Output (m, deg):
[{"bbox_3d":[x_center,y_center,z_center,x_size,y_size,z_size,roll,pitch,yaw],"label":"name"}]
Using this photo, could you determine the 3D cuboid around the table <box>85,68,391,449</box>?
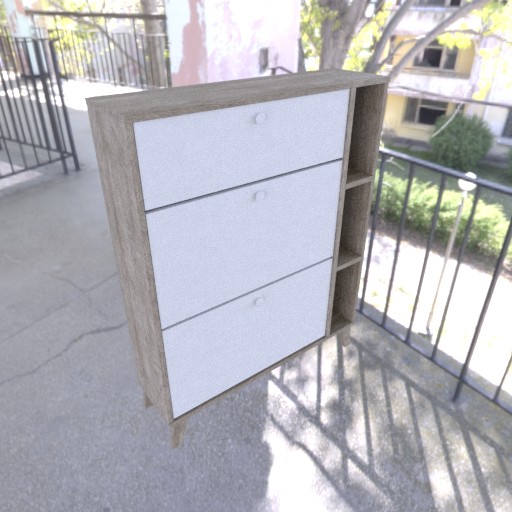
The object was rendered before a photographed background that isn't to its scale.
[{"bbox_3d":[0.000,0.000,1.565,0.902,1.135,0.256,-21,36,-31],"label":"table"}]
